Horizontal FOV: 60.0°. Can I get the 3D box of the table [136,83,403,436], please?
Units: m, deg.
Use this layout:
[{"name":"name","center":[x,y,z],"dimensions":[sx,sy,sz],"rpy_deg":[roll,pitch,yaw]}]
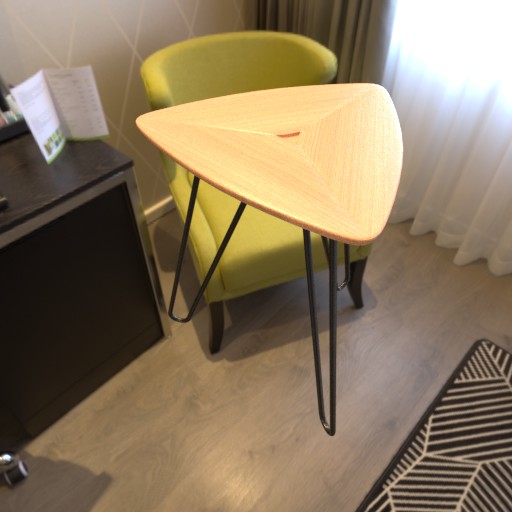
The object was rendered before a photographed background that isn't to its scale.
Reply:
[{"name":"table","center":[0.000,0.000,0.904],"dimensions":[0.455,0.564,0.442],"rpy_deg":[9,46,9]}]
